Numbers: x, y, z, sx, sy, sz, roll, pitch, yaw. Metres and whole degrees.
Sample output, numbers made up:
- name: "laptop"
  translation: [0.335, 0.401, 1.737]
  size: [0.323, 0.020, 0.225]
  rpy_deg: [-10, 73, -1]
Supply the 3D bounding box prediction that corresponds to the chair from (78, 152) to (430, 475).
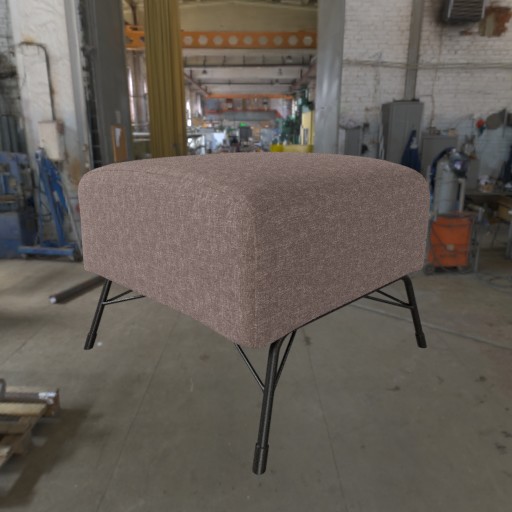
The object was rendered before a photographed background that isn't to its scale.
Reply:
- name: "chair"
  translation: [0.000, 0.000, 0.904]
  size: [0.530, 0.410, 0.530]
  rpy_deg: [15, 21, 42]
